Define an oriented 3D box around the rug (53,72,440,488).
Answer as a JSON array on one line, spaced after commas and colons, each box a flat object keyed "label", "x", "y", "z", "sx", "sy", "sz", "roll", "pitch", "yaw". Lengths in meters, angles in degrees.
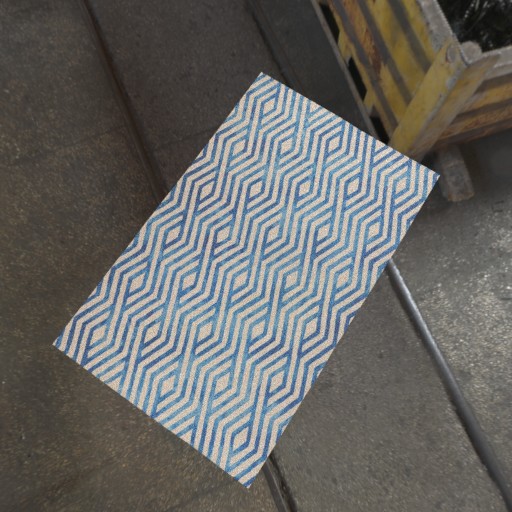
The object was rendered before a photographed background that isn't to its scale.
[{"label": "rug", "x": 0.000, "y": 0.000, "z": 3.004, "sx": 1.531, "sy": 0.008, "sz": 2.439, "roll": 33, "pitch": 78, "yaw": 8}]
